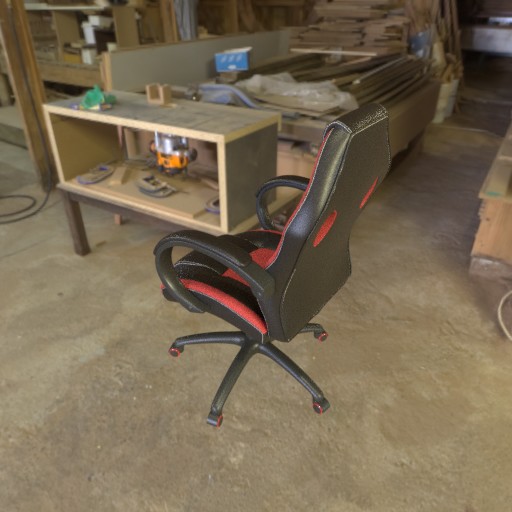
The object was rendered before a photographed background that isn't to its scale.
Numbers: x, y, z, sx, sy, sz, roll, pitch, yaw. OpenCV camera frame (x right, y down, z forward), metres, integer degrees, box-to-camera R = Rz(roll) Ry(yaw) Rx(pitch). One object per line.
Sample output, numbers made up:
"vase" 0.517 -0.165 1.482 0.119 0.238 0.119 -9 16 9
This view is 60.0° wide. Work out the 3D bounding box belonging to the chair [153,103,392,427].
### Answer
"chair" 0.000 0.000 1.713 0.783 1.189 0.750 20 37 30
